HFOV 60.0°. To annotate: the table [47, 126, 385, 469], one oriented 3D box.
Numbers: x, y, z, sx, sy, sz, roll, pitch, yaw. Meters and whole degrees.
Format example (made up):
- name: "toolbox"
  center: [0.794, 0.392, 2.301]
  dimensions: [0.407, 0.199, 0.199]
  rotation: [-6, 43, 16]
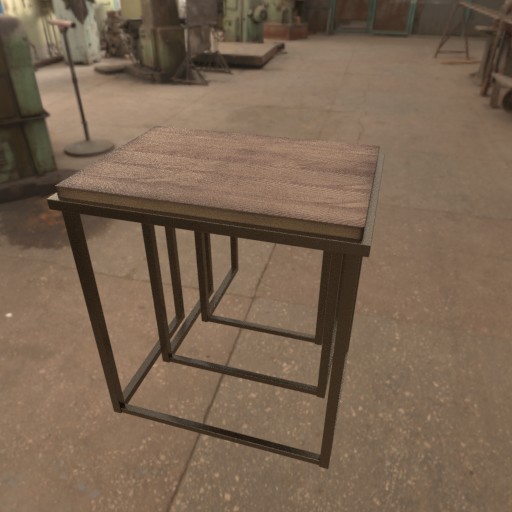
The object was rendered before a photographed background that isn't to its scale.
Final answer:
- name: "table"
  center: [0.000, 0.000, 1.150]
  dimensions: [0.559, 0.610, 0.706]
  rotation: [9, 34, 14]
